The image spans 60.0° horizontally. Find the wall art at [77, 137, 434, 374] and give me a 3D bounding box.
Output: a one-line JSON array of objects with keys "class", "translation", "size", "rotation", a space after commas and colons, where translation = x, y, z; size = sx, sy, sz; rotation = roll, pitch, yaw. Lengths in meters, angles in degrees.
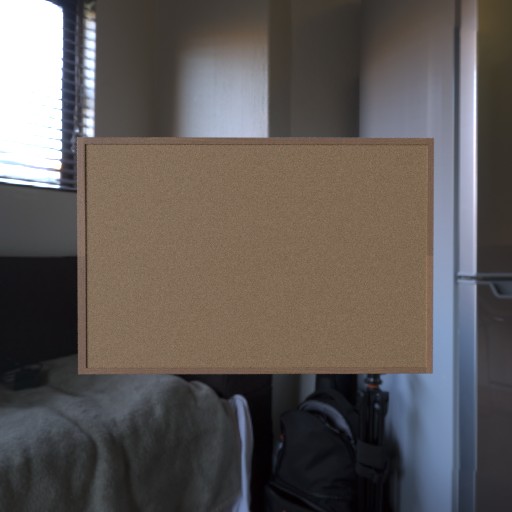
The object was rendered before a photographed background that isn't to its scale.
[{"class": "wall art", "translation": [0.000, 0.000, 0.780], "size": [0.613, 0.407, 0.035], "rotation": [0, 1, 0]}]
